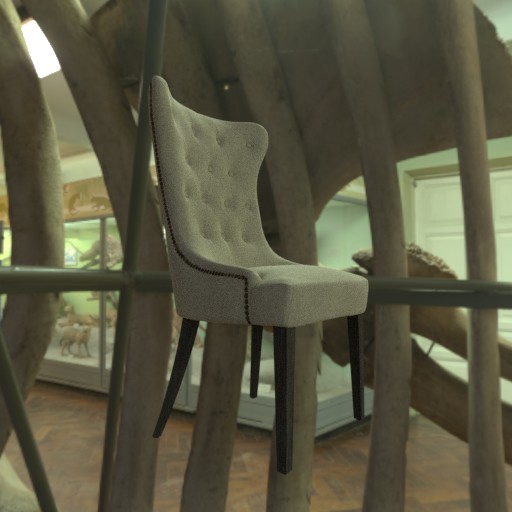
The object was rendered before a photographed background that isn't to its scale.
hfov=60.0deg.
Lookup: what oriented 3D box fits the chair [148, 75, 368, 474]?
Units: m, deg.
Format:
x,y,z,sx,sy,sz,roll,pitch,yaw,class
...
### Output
x,y,z,sx,sy,sz,roll,pitch,yaw,class
0.000,0.000,1.410,0.590,1.065,0.584,-1,-3,35,chair
